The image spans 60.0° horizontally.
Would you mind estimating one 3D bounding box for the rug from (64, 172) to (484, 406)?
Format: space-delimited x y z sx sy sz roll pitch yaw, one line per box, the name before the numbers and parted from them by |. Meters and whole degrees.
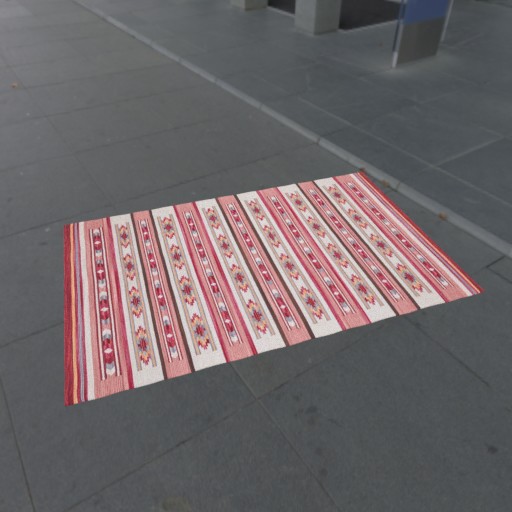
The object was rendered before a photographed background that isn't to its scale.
rug | 0.000 0.000 2.957 2.431 0.010 1.535 -12 42 -14
